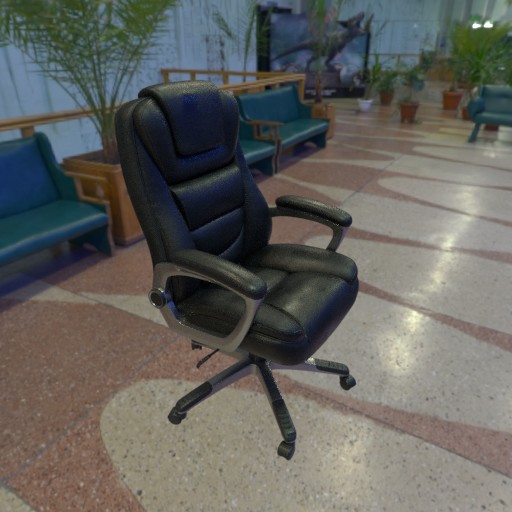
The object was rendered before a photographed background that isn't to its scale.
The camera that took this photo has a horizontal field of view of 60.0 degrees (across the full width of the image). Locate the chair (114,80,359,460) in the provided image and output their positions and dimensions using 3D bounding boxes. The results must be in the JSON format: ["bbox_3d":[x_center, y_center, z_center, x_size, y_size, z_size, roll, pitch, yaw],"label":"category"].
[{"bbox_3d":[0.000,0.000,1.491,0.689,1.075,0.697,16,30,29],"label":"chair"}]
